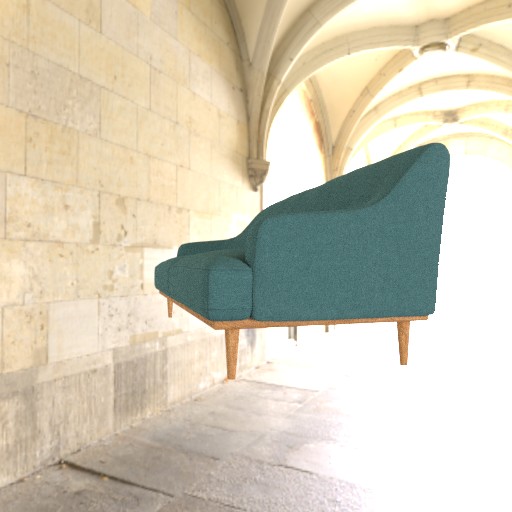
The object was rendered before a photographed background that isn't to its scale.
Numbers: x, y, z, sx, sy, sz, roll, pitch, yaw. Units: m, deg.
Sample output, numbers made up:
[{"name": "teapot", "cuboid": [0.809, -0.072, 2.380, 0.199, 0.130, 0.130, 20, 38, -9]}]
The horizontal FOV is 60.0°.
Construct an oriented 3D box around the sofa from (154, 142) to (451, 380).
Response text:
[{"name": "sofa", "cuboid": [0.000, 0.000, 2.498, 0.978, 0.871, 2.057, 0, -1, -17]}]
